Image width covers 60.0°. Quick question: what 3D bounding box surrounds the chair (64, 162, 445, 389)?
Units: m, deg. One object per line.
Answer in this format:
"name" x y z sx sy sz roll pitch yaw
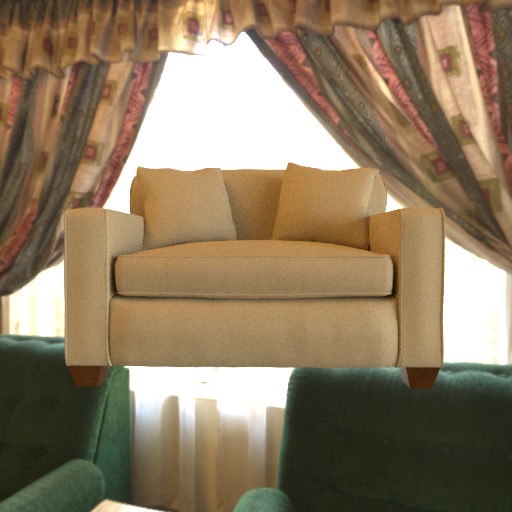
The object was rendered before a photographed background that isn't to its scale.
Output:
"chair" 0.000 0.000 2.037 1.383 0.948 1.000 0 1 1
